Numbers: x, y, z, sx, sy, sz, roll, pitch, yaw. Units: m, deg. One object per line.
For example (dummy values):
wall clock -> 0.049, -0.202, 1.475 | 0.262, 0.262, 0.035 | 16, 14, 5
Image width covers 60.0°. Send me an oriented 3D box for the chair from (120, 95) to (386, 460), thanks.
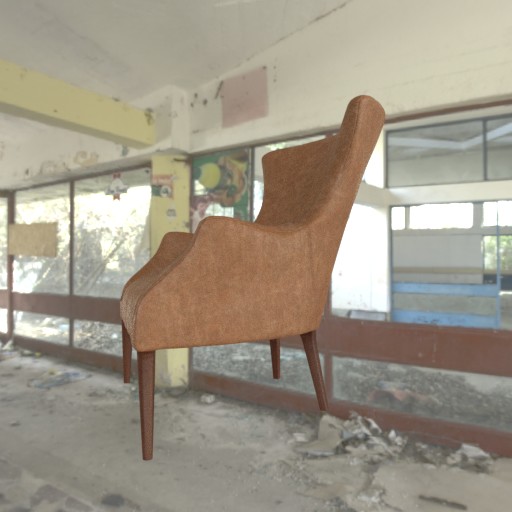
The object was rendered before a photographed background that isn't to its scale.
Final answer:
chair -> 0.000, 0.000, 1.675 | 0.955, 1.067, 0.846 | 0, -1, -20
